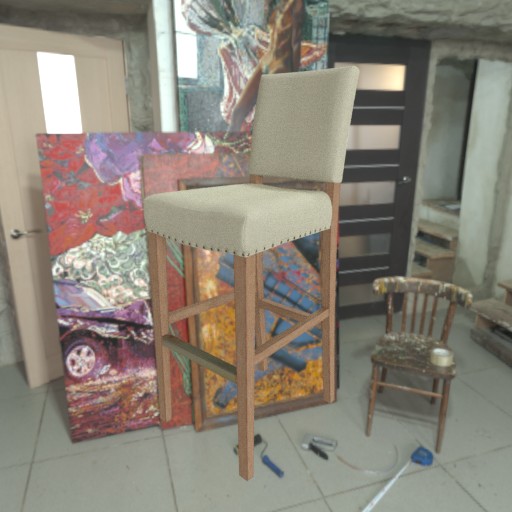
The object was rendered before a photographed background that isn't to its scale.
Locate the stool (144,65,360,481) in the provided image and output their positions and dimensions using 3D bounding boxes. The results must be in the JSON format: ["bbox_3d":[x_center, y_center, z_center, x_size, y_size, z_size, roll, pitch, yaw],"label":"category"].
[{"bbox_3d":[0.000,0.000,1.424,0.428,1.143,0.546,15,22,40],"label":"stool"}]
